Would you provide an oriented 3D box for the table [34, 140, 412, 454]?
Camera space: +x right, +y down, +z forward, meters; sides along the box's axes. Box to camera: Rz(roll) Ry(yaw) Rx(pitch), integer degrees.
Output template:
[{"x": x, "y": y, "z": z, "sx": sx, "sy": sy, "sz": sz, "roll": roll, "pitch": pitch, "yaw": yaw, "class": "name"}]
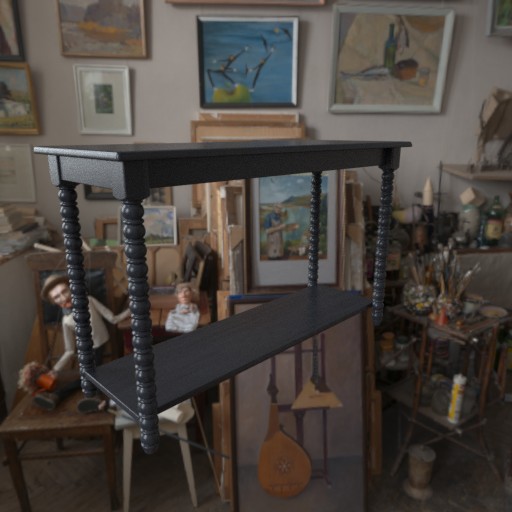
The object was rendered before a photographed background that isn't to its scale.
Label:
[{"x": 0.000, "y": 0.000, "z": 1.492, "sx": 1.184, "sy": 0.735, "sz": 0.459, "roll": -15, "pitch": 22, "yaw": -43, "class": "table"}]
